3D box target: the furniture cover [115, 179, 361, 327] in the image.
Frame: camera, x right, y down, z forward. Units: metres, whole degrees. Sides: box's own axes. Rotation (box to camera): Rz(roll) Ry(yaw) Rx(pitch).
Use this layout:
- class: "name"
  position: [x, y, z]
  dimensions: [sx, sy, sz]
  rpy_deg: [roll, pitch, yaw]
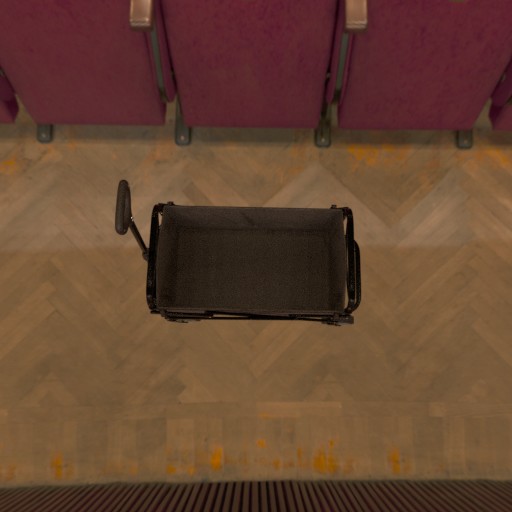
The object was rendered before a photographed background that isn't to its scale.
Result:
- class: "furniture cover"
  position: [0.000, 0.000, 1.836]
  dimensions: [1.038, 1.295, 0.532]
  rpy_deg: [1, 78, 0]
